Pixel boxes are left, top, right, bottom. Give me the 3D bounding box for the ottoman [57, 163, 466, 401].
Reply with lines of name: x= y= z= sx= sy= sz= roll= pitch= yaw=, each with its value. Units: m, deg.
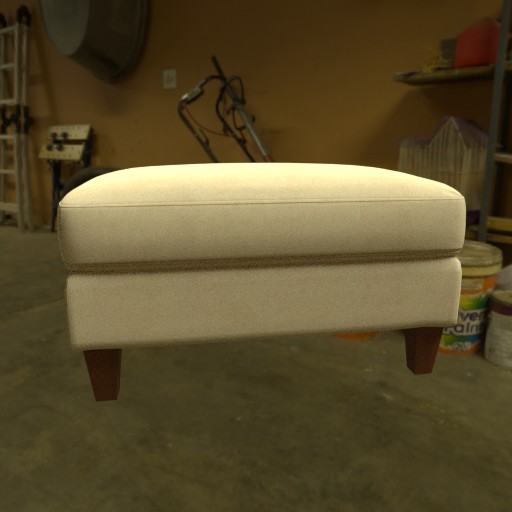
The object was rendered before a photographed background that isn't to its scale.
ottoman: x=0.000 y=0.000 z=1.185 sx=0.864 sy=0.483 sz=0.584 roll=-2 pitch=14 yaw=-9
